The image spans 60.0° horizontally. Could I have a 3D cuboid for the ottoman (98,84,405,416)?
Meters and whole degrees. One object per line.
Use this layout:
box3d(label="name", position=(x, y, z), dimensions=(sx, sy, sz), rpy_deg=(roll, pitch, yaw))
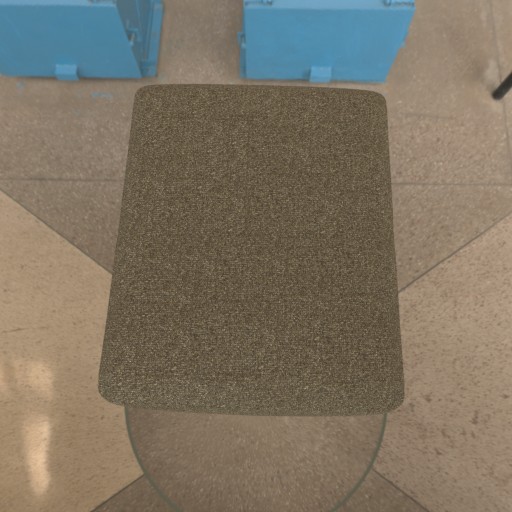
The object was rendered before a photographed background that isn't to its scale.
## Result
box3d(label="ottoman", position=(0.000, 0.000, 1.106), dimensions=(0.598, 0.476, 0.742), rpy_deg=(2, 73, 1))
